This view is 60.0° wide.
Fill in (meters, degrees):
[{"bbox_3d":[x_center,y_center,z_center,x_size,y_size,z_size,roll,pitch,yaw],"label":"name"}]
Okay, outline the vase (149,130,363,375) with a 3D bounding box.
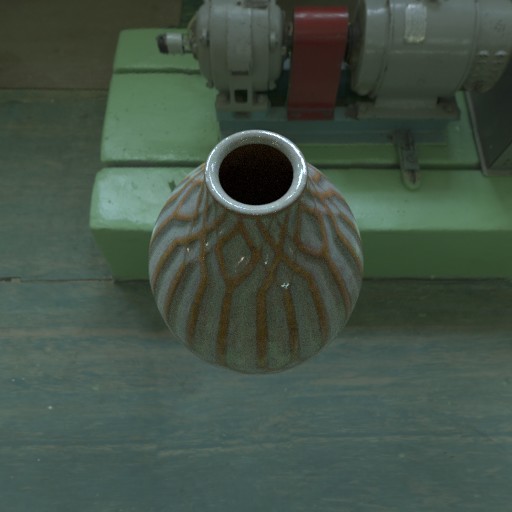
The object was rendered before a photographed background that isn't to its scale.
[{"bbox_3d":[0.000,0.000,0.266,0.131,0.175,0.131,0,65,0],"label":"vase"}]
